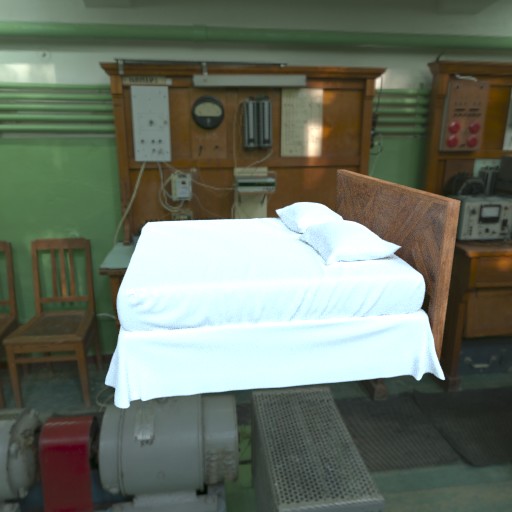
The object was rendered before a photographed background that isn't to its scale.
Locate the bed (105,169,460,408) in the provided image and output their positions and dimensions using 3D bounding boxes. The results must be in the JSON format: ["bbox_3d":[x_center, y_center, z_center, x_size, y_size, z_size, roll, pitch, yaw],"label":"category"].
[{"bbox_3d":[0.000,0.000,3.566,2.165,1.158,2.255,-2,16,-8],"label":"bed"}]
